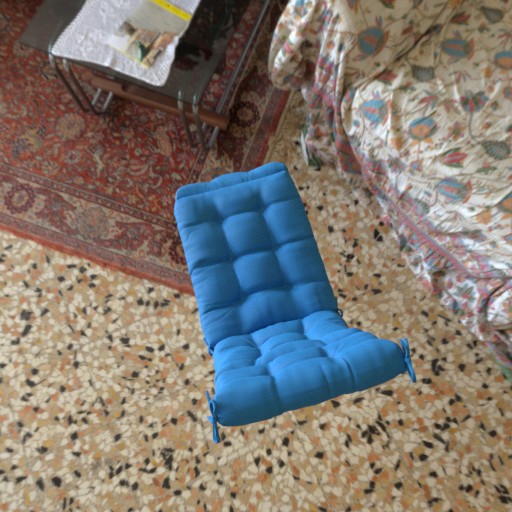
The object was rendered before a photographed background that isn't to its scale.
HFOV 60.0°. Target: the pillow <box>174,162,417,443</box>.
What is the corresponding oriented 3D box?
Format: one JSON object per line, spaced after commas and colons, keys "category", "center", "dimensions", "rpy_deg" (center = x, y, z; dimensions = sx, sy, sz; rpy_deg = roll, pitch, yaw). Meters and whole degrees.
{"category": "pillow", "center": [0.000, 0.000, 1.538], "dimensions": [0.526, 0.863, 1.016], "rpy_deg": [-15, 75, -4]}
